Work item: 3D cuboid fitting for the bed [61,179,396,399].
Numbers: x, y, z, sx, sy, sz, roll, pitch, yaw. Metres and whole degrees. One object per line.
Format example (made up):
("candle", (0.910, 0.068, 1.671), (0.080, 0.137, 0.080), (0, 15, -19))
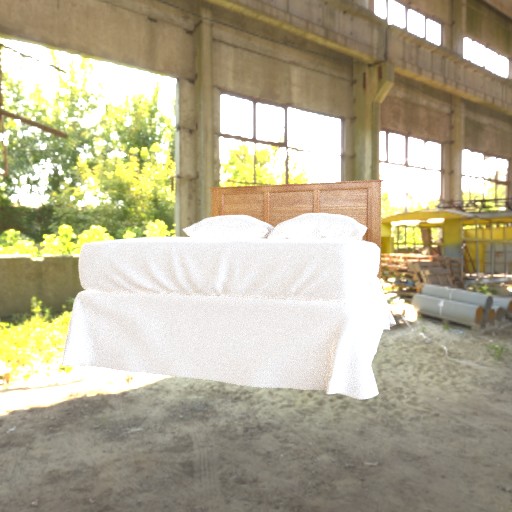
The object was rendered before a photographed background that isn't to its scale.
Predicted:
("bed", (0.000, 0.000, 3.184), (1.870, 1.273, 2.035), (1, 2, 19))
